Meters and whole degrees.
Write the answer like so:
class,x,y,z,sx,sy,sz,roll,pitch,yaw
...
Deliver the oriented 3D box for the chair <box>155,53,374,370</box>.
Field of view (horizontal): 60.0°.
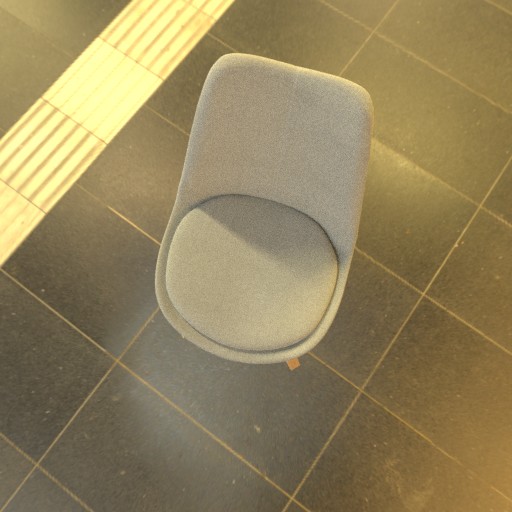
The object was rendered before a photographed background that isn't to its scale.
class,x,y,z,sx,sy,sz,roll,pitch,yaw
chair,0.000,0.000,1.166,0.474,0.863,0.549,16,77,4
